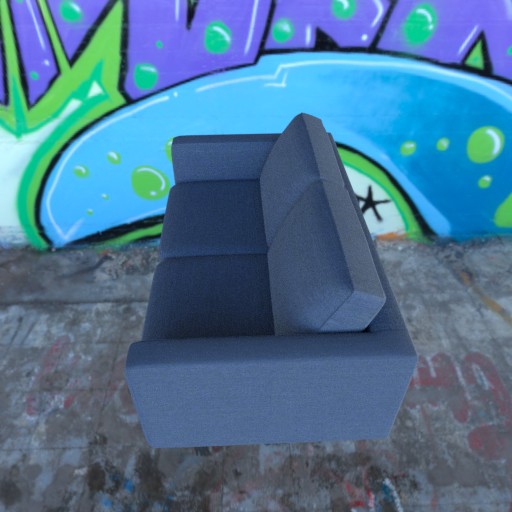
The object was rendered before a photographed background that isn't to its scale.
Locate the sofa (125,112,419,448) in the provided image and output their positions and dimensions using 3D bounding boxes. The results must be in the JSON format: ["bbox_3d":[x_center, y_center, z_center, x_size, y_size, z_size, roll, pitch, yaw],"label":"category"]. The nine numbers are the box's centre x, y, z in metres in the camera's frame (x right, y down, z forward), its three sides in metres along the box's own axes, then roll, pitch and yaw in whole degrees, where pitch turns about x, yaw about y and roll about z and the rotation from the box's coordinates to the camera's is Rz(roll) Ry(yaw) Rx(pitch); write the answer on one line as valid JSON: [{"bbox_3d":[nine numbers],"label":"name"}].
[{"bbox_3d":[0.000,0.000,2.219,0.999,0.907,1.659,-2,41,-2],"label":"sofa"}]
